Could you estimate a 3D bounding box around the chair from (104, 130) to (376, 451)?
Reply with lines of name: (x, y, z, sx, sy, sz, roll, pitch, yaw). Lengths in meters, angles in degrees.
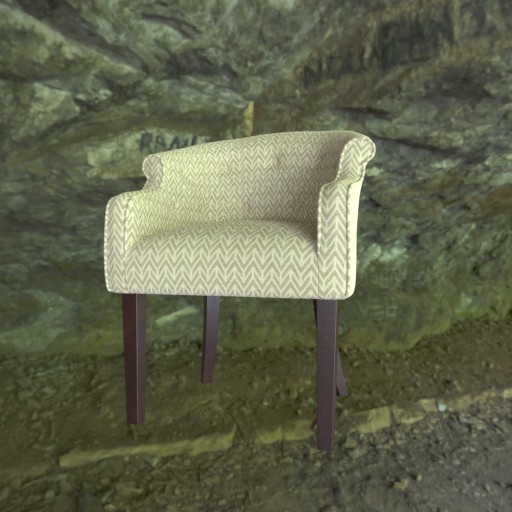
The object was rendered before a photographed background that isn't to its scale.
chair: (0.000, 0.000, 1.300, 0.686, 0.858, 0.613, 0, 0, 18)
